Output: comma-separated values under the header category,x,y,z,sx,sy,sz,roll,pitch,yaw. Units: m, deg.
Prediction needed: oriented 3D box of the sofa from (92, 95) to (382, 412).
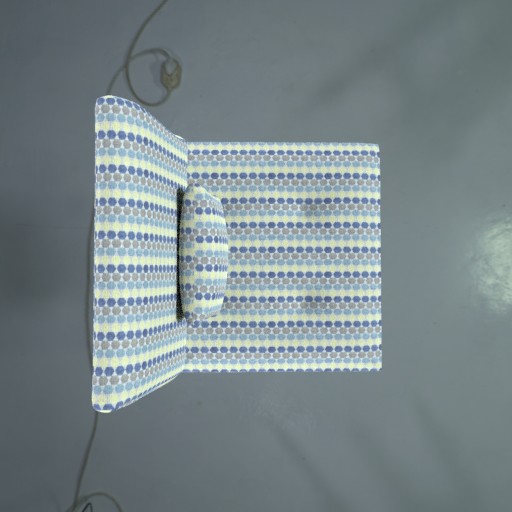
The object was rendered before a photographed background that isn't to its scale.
category,x,y,z,sx,sy,sz,roll,pitch,yaw
sofa,0.000,0.000,1.652,1.000,0.830,0.930,0,88,-1
